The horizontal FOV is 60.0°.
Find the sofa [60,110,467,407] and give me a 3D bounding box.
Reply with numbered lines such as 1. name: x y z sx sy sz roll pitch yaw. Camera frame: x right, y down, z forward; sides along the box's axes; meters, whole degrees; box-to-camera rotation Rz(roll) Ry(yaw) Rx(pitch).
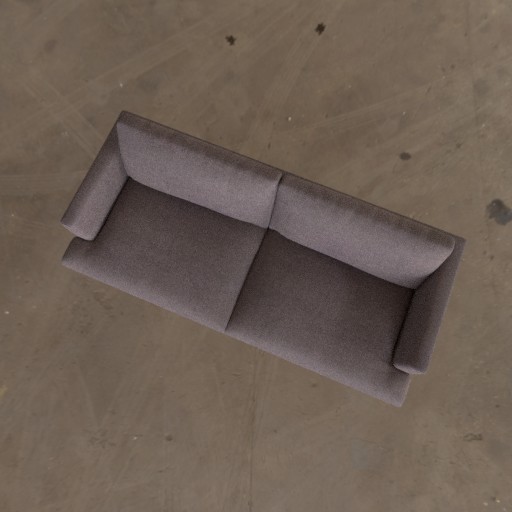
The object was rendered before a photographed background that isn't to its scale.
1. sofa: 0.000 0.000 2.759 2.250 0.868 1.020 22 76 6
